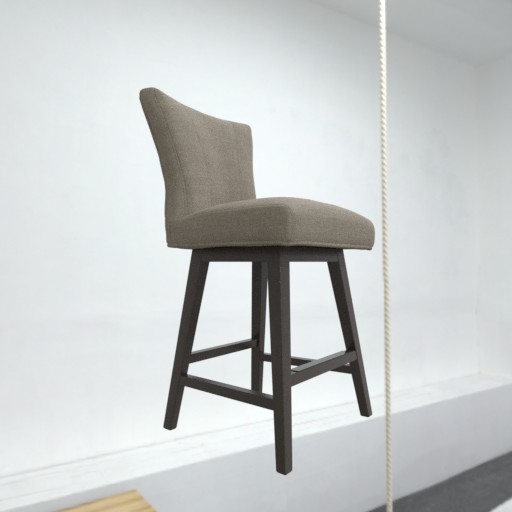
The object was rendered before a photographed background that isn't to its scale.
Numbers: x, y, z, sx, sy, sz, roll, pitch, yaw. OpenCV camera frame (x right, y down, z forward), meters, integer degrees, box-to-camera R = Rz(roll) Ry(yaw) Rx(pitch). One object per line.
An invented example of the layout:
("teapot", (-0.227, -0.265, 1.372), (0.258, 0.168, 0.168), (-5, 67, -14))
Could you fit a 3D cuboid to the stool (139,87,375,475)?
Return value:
("stool", (0.000, 0.000, 1.361), (0.574, 1.000, 0.514), (-1, -1, 37))
